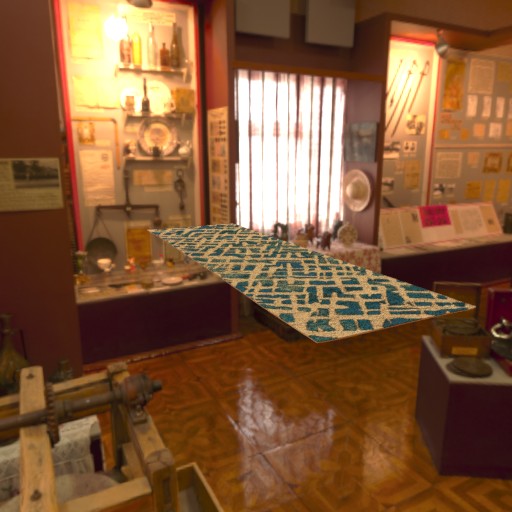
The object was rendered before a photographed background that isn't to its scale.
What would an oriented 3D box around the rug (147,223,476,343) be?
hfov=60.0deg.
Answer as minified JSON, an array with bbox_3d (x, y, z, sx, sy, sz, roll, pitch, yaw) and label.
[{"bbox_3d":[0.000,0.000,2.684,0.768,0.011,2.446,-6,14,-26],"label":"rug"}]
